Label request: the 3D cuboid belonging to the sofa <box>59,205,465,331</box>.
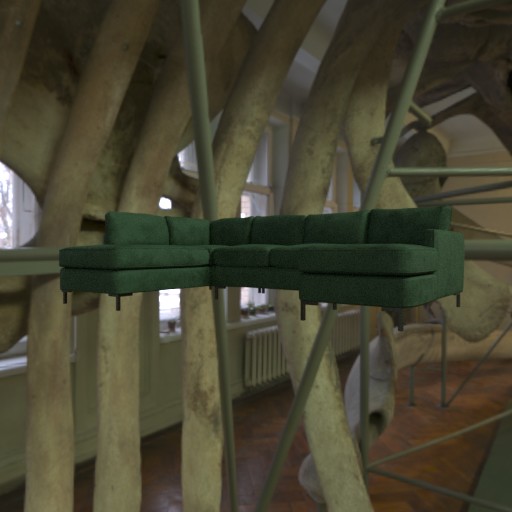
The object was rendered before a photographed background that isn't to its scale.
[{"bbox_3d":[0.000,0.000,3.835,2.994,0.861,1.992,0,1,37],"label":"sofa"}]
